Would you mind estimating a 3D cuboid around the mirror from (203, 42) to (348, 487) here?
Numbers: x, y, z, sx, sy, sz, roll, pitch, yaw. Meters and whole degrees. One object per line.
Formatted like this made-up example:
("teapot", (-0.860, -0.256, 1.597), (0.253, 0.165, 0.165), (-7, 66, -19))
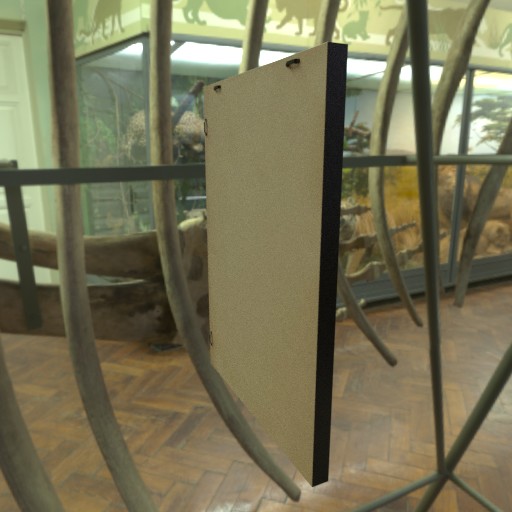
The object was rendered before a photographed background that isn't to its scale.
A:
("mirror", (0.000, 0.000, 0.911), (0.039, 0.710, 0.507), (-7, 15, -25))
